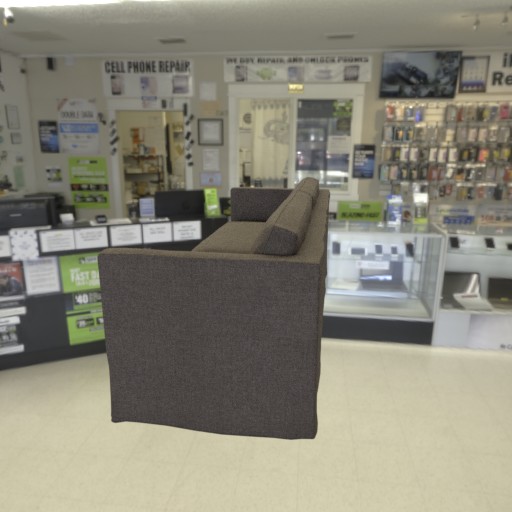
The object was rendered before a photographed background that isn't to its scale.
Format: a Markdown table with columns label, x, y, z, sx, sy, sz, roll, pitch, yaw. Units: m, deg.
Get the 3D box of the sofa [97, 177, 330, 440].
| label | x | y | z | sx | sy | sz | roll | pitch | yaw |
| --- | --- | --- | --- | --- | --- | --- | --- | --- | --- |
| sofa | 0.000 | 0.000 | 3.274 | 1.036 | 0.998 | 2.779 | 3 | 15 | 10 |
